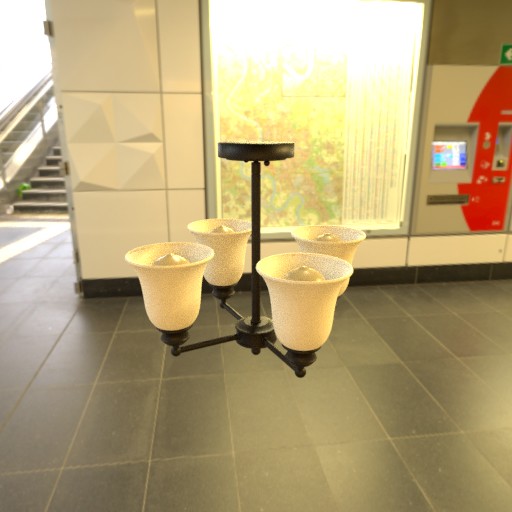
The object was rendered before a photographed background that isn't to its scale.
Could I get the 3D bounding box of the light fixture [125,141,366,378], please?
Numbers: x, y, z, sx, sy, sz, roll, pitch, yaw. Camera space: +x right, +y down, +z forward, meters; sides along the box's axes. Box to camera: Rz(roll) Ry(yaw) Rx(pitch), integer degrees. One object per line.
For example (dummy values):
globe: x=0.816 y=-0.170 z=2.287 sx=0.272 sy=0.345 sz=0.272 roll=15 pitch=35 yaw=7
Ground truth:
light fixture: x=0.000 y=0.000 z=1.866 sx=1.069 sy=0.925 sz=1.069 roll=-8 pitch=18 yaw=-26
